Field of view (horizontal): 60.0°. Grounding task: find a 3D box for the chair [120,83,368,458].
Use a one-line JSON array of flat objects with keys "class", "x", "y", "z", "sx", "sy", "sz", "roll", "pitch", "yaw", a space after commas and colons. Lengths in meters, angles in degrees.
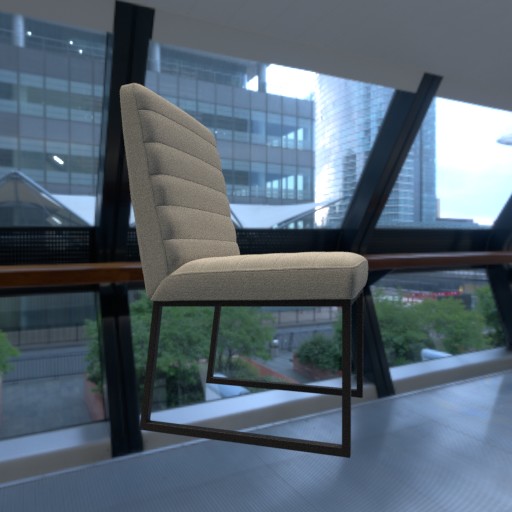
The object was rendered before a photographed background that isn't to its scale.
[{"class": "chair", "x": 0.000, "y": 0.000, "z": 1.329, "sx": 0.634, "sy": 0.930, "sz": 0.520, "roll": 0, "pitch": 1, "yaw": 17}]
